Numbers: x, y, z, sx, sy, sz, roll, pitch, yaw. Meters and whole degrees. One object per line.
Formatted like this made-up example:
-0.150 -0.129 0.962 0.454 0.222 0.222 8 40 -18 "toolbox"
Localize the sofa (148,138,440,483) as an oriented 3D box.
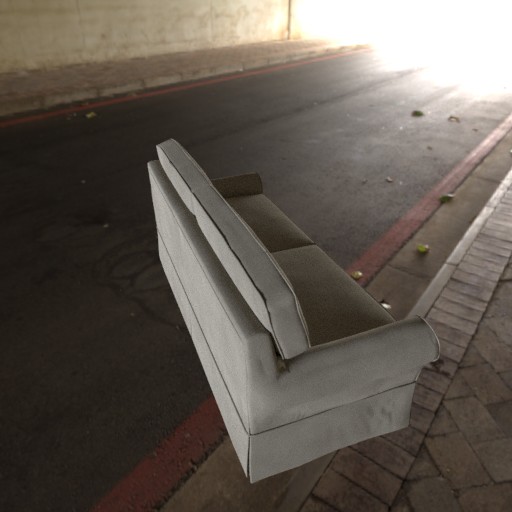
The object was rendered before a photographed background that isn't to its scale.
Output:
0.000 0.000 2.697 0.900 1.014 2.246 -11 32 -18 "sofa"
